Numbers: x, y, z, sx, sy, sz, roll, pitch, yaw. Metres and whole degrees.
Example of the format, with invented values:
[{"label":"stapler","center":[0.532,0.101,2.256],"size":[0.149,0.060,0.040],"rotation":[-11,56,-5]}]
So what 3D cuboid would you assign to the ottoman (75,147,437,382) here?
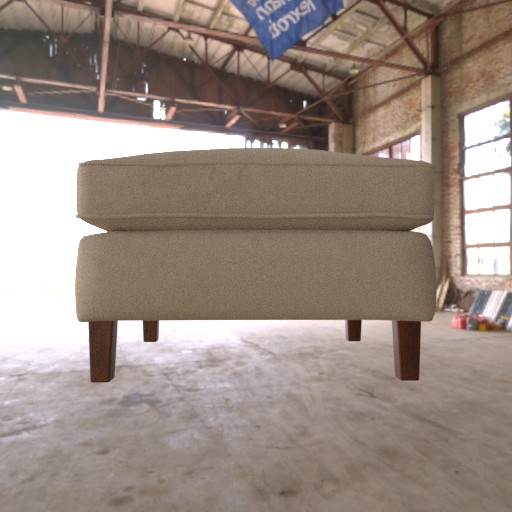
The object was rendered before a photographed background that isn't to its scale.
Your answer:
[{"label":"ottoman","center":[0.000,0.000,1.011],"size":[0.665,0.456,0.501],"rotation":[0,-1,-1]}]
